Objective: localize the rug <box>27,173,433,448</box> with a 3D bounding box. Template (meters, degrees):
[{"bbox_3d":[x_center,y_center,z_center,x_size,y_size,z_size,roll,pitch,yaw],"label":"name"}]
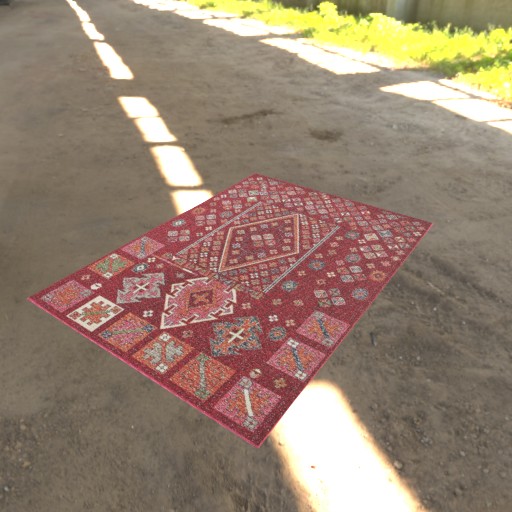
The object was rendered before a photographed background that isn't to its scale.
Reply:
[{"bbox_3d":[0.000,0.000,4.277,2.389,0.011,3.306,21,39,29],"label":"rug"}]
